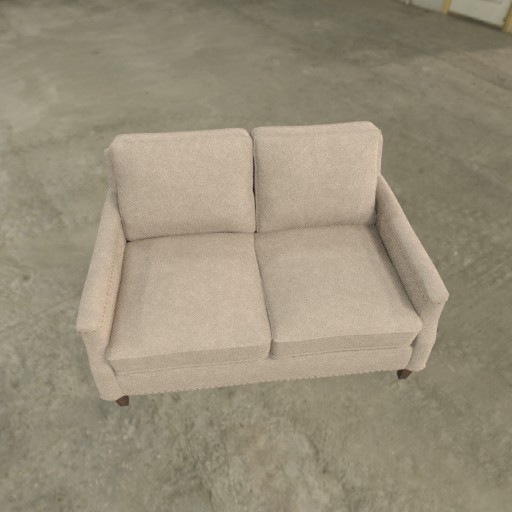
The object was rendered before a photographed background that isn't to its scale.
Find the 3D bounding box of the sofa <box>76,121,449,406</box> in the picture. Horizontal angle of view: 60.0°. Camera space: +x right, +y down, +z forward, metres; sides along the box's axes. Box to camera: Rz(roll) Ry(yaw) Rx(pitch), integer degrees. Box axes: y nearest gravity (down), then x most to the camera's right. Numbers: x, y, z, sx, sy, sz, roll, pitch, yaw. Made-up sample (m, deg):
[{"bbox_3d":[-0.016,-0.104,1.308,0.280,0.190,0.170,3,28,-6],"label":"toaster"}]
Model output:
[{"bbox_3d":[0.000,0.000,2.268,1.597,1.002,1.084,-4,45,-4],"label":"sofa"}]
